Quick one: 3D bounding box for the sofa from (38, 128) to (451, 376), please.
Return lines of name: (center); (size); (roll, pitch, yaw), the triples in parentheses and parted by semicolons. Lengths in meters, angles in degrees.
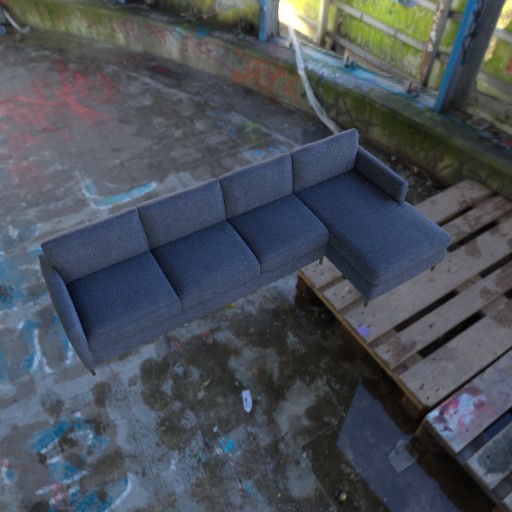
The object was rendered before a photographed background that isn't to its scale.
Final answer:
sofa: (0.000, 0.000, 3.447); (2.932, 0.810, 1.350); (-24, 52, -20)
